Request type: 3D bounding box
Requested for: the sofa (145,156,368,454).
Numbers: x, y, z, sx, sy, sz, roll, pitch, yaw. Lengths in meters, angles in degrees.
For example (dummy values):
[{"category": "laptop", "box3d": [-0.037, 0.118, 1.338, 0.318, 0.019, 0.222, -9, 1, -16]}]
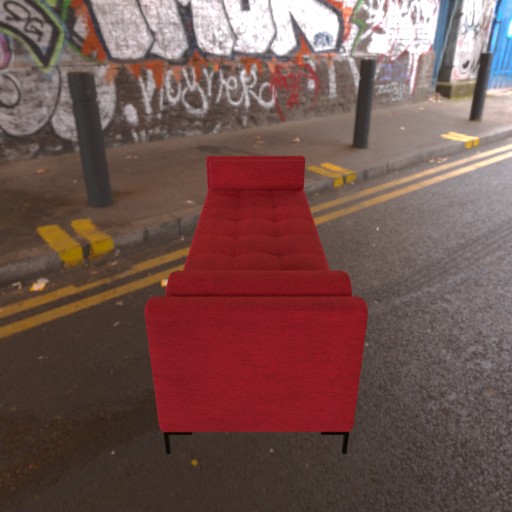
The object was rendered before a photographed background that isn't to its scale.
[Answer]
[{"category": "sofa", "box3d": [0.000, 0.000, 2.348, 0.686, 0.635, 1.981, 0, 26, 0]}]
